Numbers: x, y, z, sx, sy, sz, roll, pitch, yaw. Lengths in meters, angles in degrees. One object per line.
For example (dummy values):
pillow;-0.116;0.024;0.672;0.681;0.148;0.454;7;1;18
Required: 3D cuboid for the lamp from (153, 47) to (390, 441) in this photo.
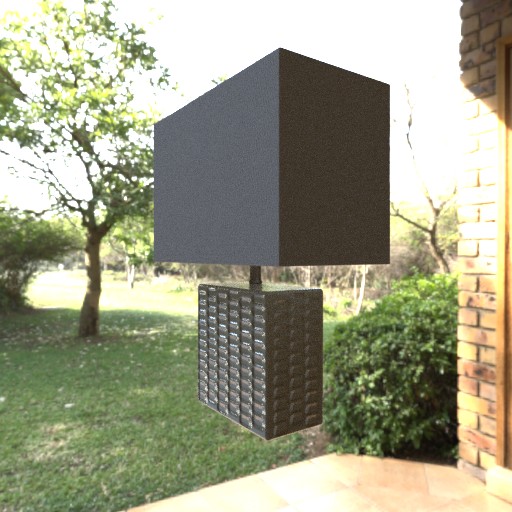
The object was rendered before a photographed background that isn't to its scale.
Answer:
lamp;0.000;0.000;0.727;0.200;0.515;0.380;0;0;-35
